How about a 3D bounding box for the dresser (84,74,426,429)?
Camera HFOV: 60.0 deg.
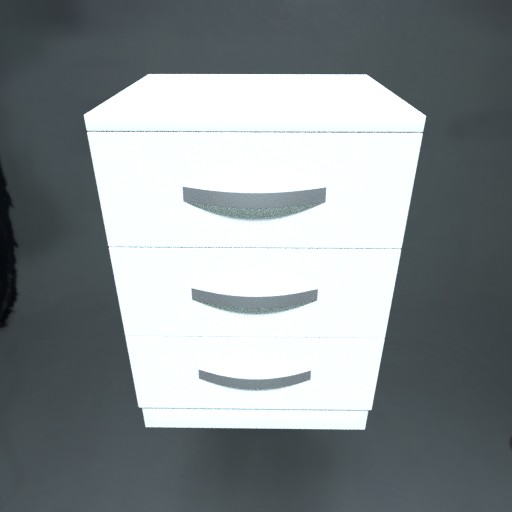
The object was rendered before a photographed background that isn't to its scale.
[{"bbox_3d":[0.000,0.000,0.794,0.400,0.560,0.360,0,30,1],"label":"dresser"}]
